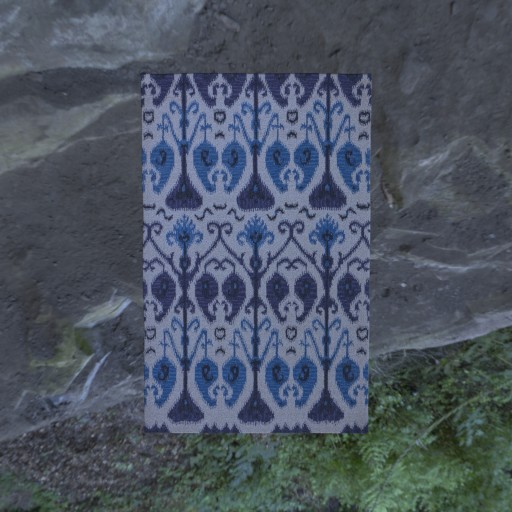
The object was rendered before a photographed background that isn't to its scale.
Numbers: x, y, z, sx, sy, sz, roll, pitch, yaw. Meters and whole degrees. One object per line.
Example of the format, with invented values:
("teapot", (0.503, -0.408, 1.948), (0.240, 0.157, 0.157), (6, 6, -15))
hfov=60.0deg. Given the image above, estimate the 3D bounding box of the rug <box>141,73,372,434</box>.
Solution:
("rug", (0.000, 0.000, 2.085), (1.072, 0.013, 1.698), (0, 92, 0))
